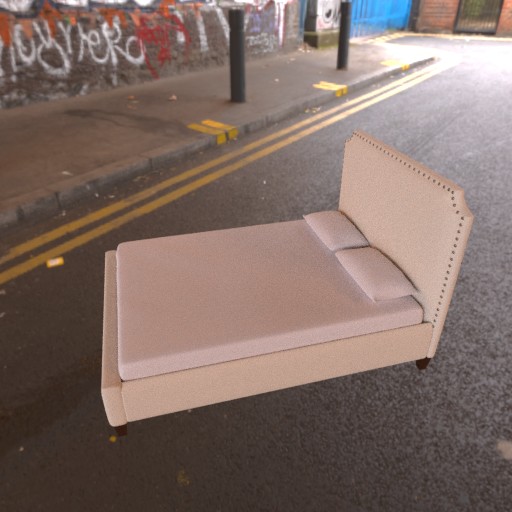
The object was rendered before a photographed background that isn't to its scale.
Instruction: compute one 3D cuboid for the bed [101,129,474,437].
[{"bbox_3d":[0.000,0.000,3.447,2.372,1.443,1.712,-8,32,-13],"label":"bed"}]
